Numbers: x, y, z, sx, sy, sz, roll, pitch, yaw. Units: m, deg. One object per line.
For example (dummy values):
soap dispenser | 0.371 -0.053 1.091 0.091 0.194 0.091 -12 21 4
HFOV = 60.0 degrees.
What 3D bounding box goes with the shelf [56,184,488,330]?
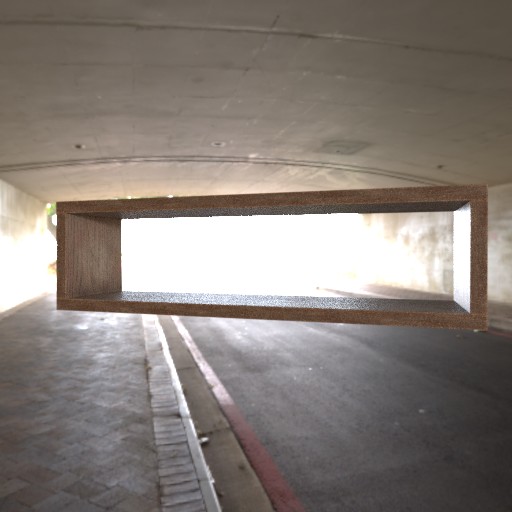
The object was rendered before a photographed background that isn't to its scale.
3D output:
shelf | 0.000 0.000 0.676 0.610 0.170 0.150 0 1 17
